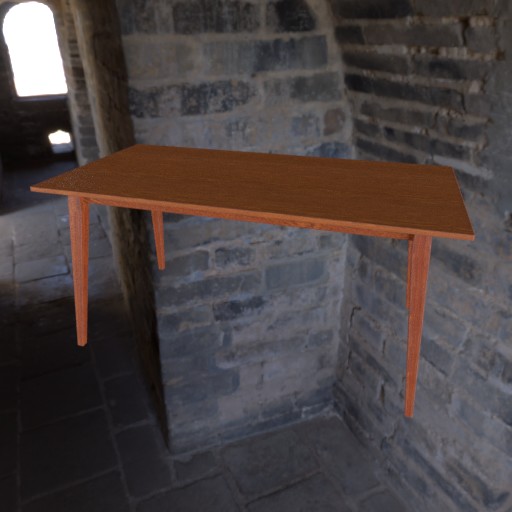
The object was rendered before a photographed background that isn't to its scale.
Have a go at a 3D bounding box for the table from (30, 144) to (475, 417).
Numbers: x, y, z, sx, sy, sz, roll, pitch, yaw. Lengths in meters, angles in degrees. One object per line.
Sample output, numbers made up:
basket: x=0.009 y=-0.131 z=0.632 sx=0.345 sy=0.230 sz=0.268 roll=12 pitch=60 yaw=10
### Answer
table: x=0.000 y=0.000 z=2.037 sx=1.609 sy=0.755 sz=0.811 roll=8 pitch=27 yaw=15
